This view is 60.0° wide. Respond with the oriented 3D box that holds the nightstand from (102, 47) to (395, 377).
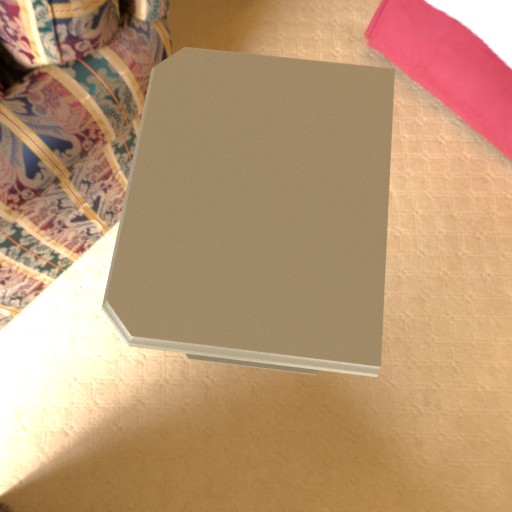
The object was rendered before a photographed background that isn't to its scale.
[{"bbox_3d":[0.000,0.000,0.909,0.348,0.680,0.435,7,75,2],"label":"nightstand"}]
